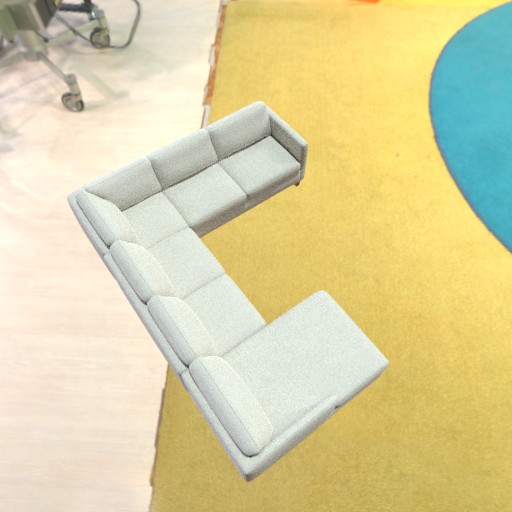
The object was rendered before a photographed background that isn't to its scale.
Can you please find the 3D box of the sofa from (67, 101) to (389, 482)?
[{"bbox_3d":[0.000,0.000,4.479,2.551,0.853,3.238,-32,63,-18],"label":"sofa"}]
